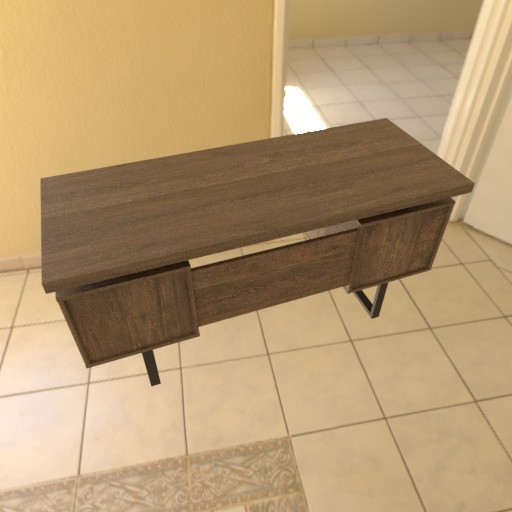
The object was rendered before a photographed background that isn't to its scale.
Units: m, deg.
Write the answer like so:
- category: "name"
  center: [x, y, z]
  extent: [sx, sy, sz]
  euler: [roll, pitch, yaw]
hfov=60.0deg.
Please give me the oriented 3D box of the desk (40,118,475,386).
- category: "desk"
  center: [0.000, 0.000, 1.923]
  extent: [1.524, 0.760, 0.600]
  euler: [-14, 44, -15]
